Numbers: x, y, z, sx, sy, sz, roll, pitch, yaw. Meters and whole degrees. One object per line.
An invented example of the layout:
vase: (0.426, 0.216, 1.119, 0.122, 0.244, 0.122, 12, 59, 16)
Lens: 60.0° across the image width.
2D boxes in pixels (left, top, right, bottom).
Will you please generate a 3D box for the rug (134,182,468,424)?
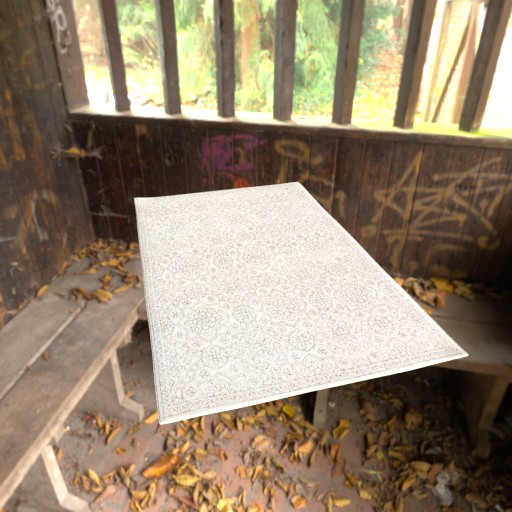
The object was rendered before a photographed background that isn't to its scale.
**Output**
rug: (0.000, 0.000, 2.418, 1.214, 0.023, 1.947, -8, 32, -13)
